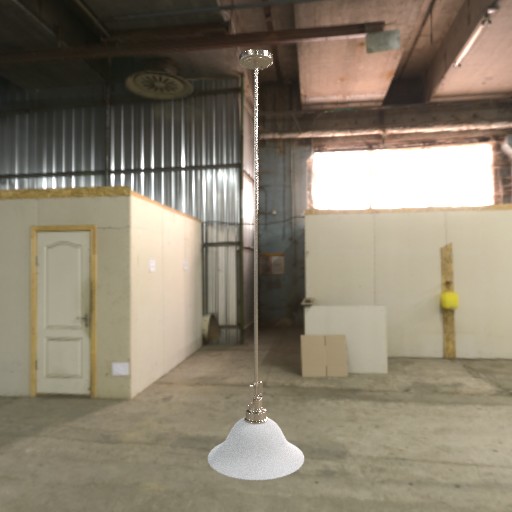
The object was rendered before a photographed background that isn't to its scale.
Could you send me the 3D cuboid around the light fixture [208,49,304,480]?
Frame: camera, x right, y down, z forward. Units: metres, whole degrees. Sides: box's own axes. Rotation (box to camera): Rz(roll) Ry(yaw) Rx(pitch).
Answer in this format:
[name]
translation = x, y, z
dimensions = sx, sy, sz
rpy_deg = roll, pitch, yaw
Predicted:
[light fixture]
translation = 0.000, 0.000, 1.500
dimensions = 0.324, 1.354, 0.324
rpy_deg = 0, -1, 36
